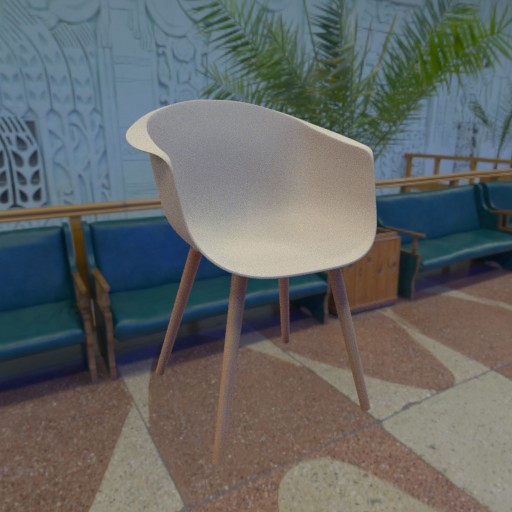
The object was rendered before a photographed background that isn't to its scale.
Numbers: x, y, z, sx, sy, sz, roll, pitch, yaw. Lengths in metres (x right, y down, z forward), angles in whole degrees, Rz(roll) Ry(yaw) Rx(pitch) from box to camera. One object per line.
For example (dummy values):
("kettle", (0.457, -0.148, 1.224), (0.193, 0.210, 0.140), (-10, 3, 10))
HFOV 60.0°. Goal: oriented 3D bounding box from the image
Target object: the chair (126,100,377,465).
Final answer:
("chair", (0.000, 0.000, 1.140), (0.593, 0.781, 0.504), (-8, 18, -26))
